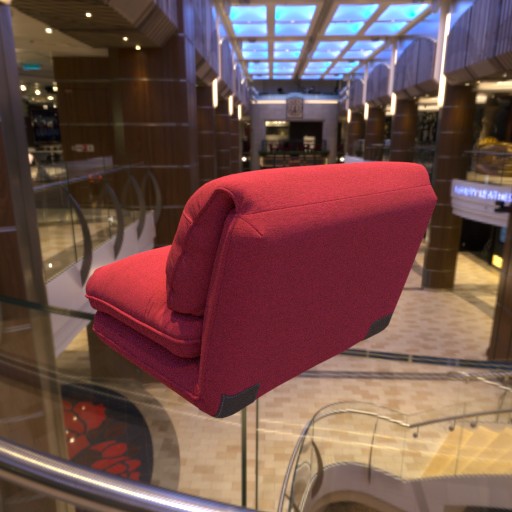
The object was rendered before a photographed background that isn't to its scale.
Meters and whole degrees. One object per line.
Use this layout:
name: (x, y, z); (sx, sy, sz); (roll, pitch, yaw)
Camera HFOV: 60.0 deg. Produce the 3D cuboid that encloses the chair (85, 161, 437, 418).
chair: (0.000, 0.000, 1.377); (0.820, 0.580, 0.780); (-14, 21, -42)
